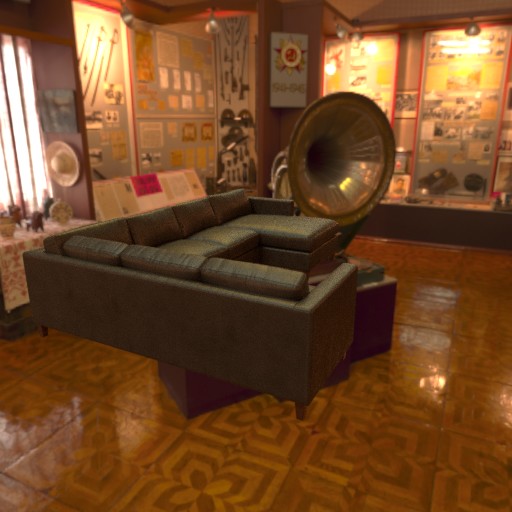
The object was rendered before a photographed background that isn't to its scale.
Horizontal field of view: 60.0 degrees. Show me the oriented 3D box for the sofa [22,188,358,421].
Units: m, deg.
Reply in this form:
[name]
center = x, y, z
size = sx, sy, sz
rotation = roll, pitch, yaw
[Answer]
[sofa]
center = 0.000, 0.000, 4.441
size = 2.452, 0.891, 3.324
rotation = 9, 19, 27
